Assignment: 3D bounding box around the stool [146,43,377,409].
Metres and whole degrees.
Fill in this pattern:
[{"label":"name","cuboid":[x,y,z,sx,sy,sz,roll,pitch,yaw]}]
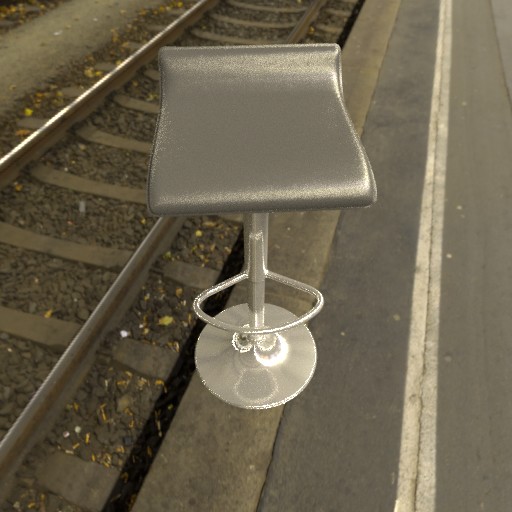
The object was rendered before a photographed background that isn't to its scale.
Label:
[{"label":"stool","cuboid":[0.000,0.000,1.079,0.381,0.851,0.381,-3,46,-3]}]
